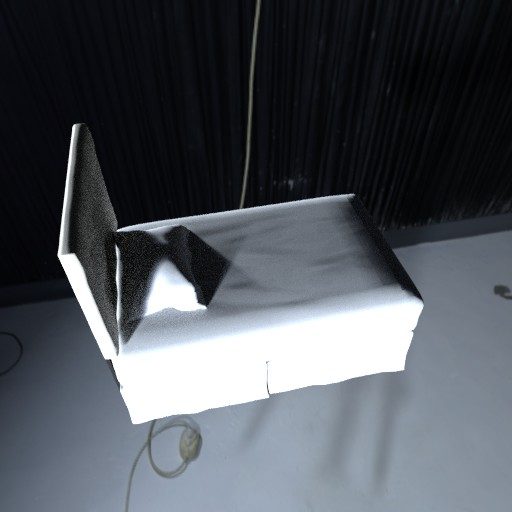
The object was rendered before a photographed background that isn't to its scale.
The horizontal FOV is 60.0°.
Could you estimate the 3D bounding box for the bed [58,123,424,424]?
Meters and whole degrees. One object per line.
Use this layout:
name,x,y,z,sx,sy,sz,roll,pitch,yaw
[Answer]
bed,0.000,0.000,2.946,1.997,1.571,1.261,-9,46,-9
